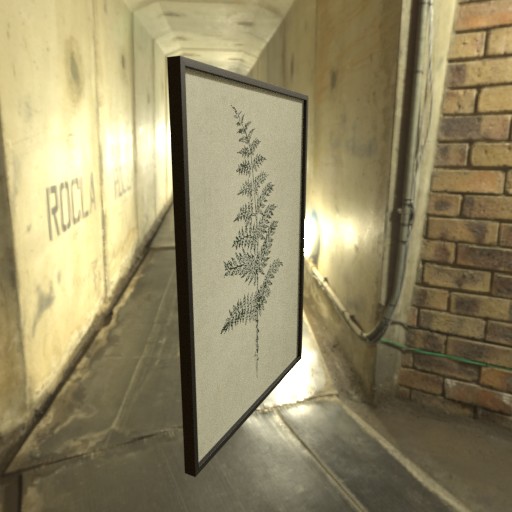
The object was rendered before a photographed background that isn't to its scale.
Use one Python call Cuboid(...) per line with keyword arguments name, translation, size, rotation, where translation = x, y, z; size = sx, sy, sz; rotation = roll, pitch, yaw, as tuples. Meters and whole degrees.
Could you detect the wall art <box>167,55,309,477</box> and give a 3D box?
Cuboid(name="wall art", translation=(0.000, 0.000, 1.444), size=(0.036, 1.070, 0.802), rotation=(7, 15, 26))
